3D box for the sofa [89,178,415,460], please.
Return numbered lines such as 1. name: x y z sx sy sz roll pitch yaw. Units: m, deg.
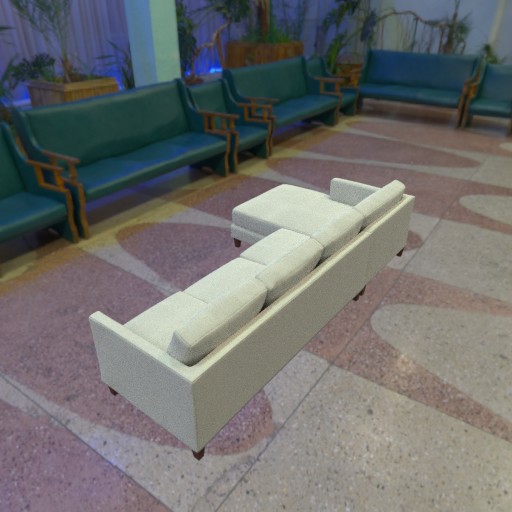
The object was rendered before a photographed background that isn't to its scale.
1. sofa: 0.000 0.000 3.927 1.625 0.861 3.186 21 36 32
